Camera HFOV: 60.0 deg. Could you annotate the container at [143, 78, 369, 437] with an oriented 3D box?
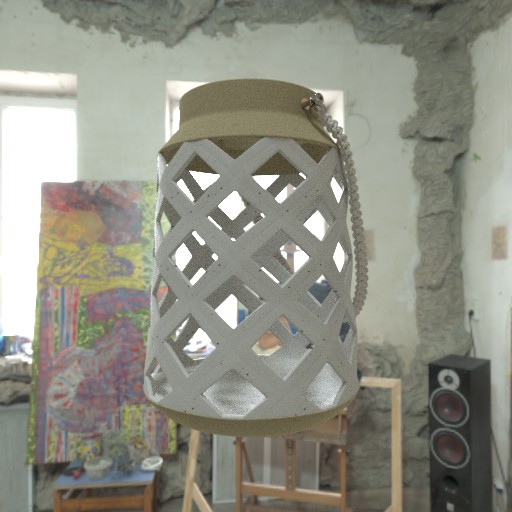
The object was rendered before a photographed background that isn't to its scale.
[{"bbox_3d":[0.000,0.000,0.341,0.172,0.229,0.163,0,0,-38],"label":"container"}]
